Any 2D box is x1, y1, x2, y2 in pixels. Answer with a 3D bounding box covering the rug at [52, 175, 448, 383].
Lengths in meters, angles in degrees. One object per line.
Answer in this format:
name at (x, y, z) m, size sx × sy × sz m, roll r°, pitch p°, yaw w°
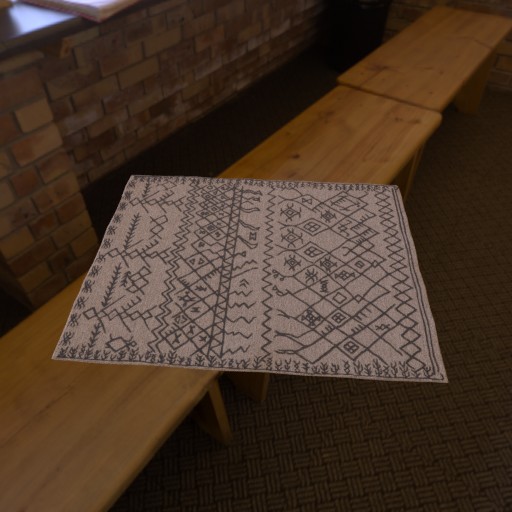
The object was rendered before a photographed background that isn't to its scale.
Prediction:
rug at (0.000, 0.000, 3.381) m, size 2.455 × 0.025 × 1.964 m, roll 3°, pitch 46°, yaw 3°
